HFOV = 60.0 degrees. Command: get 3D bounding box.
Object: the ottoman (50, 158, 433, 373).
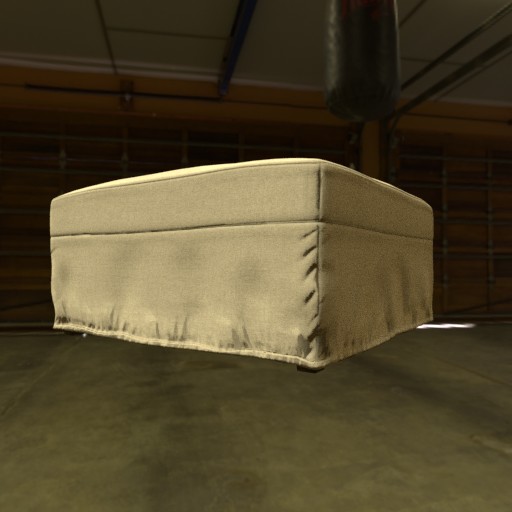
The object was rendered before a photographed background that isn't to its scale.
[{"bbox_3d":[0.000,0.000,1.317,0.843,0.436,0.840,-1,-1,34],"label":"ottoman"}]
